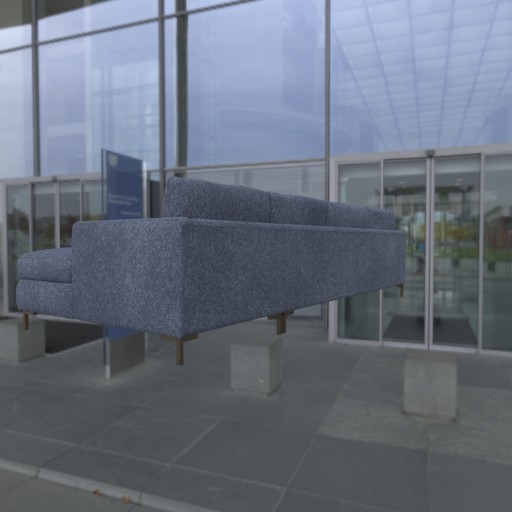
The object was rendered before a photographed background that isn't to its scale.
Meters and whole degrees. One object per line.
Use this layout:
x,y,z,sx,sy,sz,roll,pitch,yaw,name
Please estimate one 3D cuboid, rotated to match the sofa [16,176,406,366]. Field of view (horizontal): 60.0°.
0.000,0.000,3.345,1.350,0.810,2.932,1,2,36,sofa
